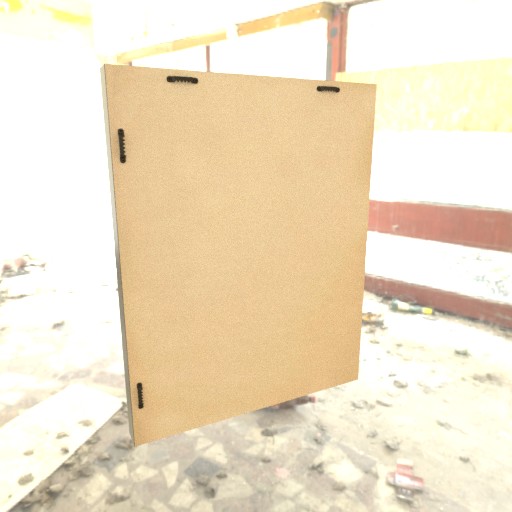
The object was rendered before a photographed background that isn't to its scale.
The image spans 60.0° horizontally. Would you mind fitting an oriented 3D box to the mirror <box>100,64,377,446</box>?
[{"bbox_3d":[0.000,0.000,0.673,0.406,0.509,0.041,-7,16,-26],"label":"mirror"}]
